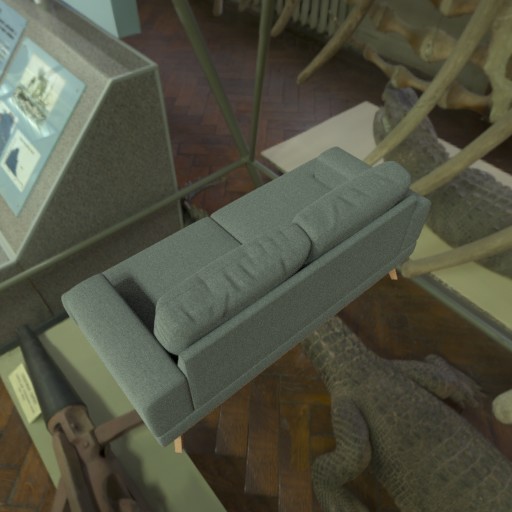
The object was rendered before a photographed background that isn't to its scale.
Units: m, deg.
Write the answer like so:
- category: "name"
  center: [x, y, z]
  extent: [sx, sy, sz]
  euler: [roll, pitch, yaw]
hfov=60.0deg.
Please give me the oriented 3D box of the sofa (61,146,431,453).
- category: "sofa"
  center: [0.000, 0.000, 2.119]
  extent: [1.650, 0.810, 0.785]
  euler: [-32, 55, -26]
